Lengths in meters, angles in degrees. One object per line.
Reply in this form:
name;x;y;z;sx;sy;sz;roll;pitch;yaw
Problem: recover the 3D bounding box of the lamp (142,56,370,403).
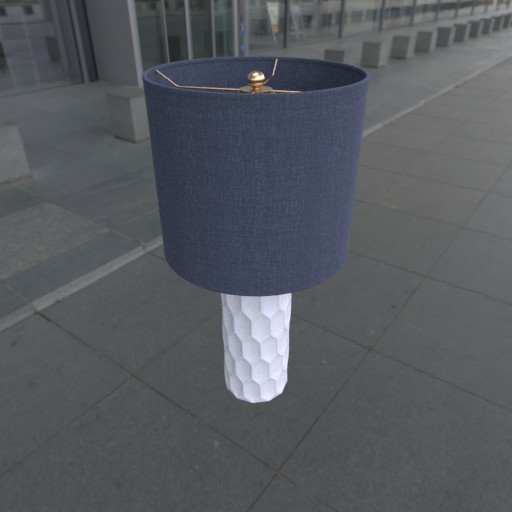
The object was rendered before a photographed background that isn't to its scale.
lamp;0.000;0.000;0.689;0.277;0.537;0.277;-22;38;-32
